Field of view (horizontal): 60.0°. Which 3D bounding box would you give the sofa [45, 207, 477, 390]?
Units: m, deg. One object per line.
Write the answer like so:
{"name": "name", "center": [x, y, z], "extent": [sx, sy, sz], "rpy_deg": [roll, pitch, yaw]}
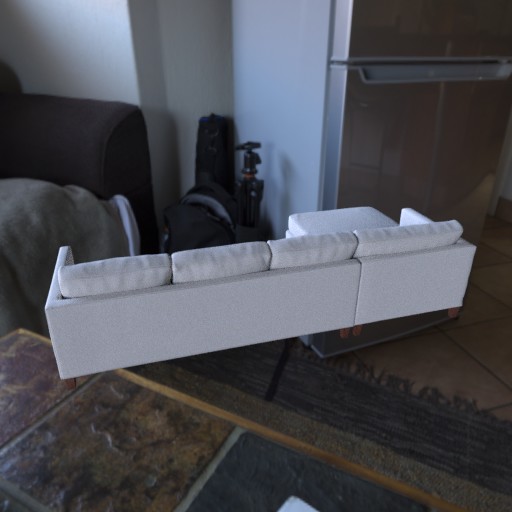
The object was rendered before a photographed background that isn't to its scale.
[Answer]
{"name": "sofa", "center": [0.000, 0.000, 3.899], "extent": [3.186, 0.861, 1.625], "rpy_deg": [-7, 28, -14]}
